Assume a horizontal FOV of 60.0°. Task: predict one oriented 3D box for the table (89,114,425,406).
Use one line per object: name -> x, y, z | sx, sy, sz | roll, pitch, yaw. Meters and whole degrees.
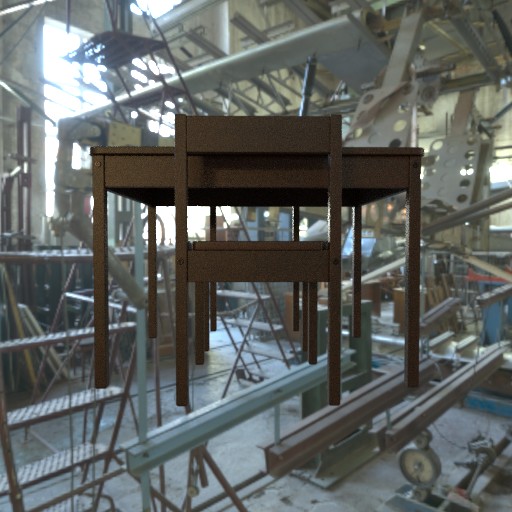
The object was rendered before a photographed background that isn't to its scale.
table -> 0.000, 0.000, 1.095 | 0.650, 0.503, 0.672 | 0, 2, -1
